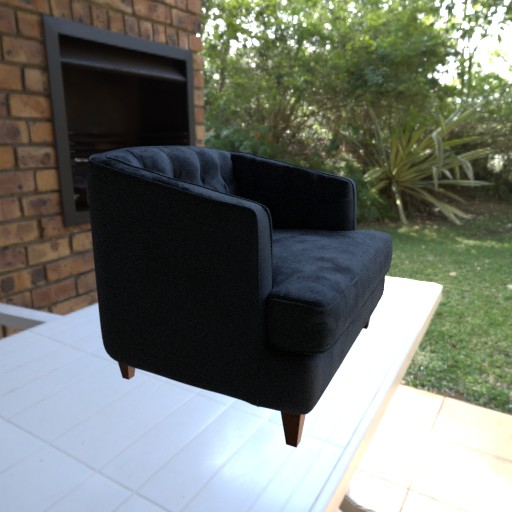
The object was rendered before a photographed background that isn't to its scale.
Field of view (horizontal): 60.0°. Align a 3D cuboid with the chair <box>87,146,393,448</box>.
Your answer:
[{"bbox_3d":[0.000,0.000,1.776,0.940,0.852,1.094,7,16,25],"label":"chair"}]
